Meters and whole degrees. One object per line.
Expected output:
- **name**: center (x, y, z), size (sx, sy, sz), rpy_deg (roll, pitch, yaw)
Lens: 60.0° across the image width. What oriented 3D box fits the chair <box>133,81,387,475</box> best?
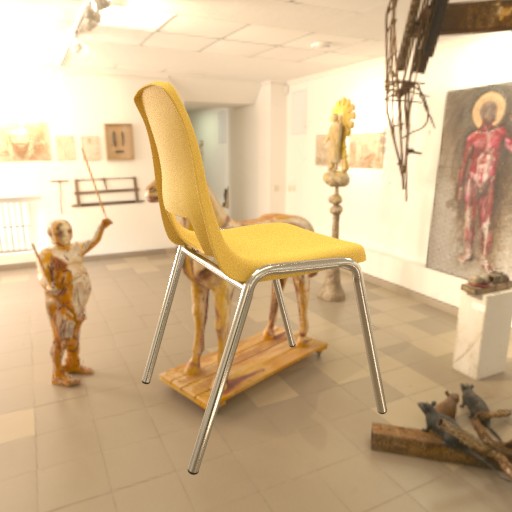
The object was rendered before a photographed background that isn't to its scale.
- **chair**: center (0.000, 0.000, 0.926), size (0.436, 0.653, 0.381), rpy_deg (-7, 16, -26)
